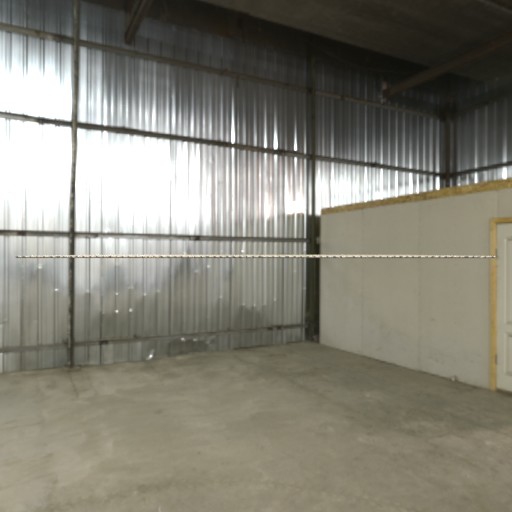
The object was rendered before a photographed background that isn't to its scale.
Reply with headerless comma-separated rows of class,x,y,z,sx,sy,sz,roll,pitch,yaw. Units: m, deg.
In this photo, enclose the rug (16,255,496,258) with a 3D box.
rug,0.000,0.000,2.160,1.752,0.008,1.144,0,0,1
